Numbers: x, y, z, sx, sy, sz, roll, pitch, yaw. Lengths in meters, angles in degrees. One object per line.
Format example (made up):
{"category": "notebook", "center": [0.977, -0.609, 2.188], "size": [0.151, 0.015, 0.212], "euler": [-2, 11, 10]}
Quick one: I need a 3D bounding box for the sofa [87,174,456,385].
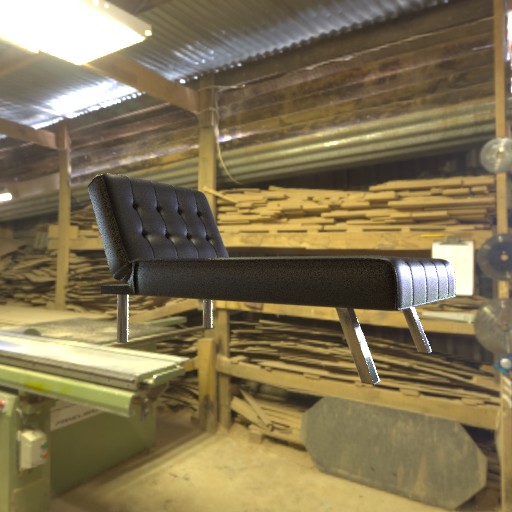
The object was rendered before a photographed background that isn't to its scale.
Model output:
{"category": "sofa", "center": [0.000, 0.000, 2.039], "size": [1.560, 0.820, 0.760], "euler": [-1, -2, 36]}
